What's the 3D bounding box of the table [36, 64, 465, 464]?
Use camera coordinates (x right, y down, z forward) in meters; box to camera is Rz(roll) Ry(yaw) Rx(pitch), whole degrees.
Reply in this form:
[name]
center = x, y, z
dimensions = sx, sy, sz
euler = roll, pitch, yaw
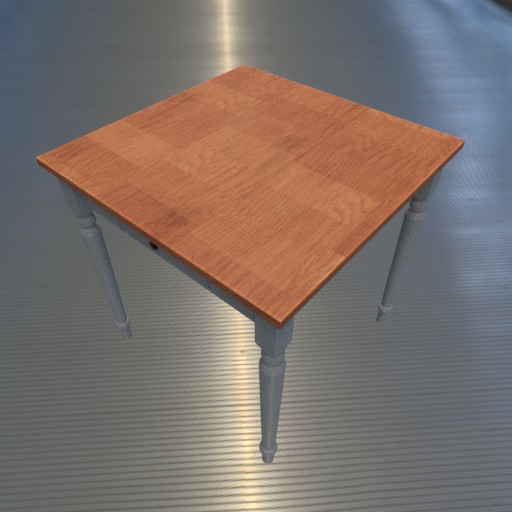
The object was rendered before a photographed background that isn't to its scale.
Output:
[table]
center = 0.000, 0.000, 1.344
dimensions = 0.747, 0.738, 0.747
euler = 31, 52, 28
